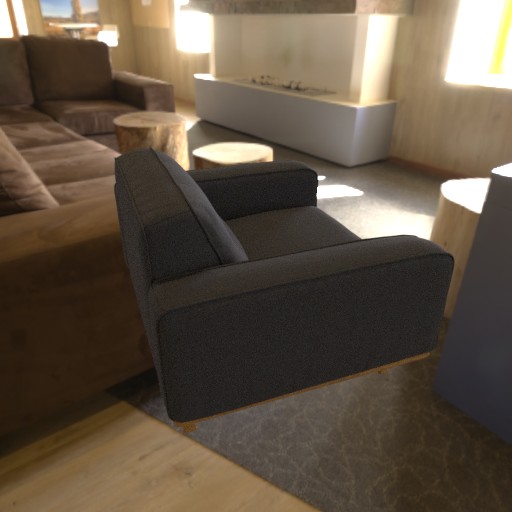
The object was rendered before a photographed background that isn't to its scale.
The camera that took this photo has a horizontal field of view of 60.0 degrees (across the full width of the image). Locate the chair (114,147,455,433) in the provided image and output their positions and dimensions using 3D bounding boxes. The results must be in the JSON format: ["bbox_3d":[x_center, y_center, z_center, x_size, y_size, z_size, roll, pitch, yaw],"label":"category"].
[{"bbox_3d":[0.000,0.000,1.761,0.953,0.783,1.118,-10,30,-19],"label":"chair"}]
